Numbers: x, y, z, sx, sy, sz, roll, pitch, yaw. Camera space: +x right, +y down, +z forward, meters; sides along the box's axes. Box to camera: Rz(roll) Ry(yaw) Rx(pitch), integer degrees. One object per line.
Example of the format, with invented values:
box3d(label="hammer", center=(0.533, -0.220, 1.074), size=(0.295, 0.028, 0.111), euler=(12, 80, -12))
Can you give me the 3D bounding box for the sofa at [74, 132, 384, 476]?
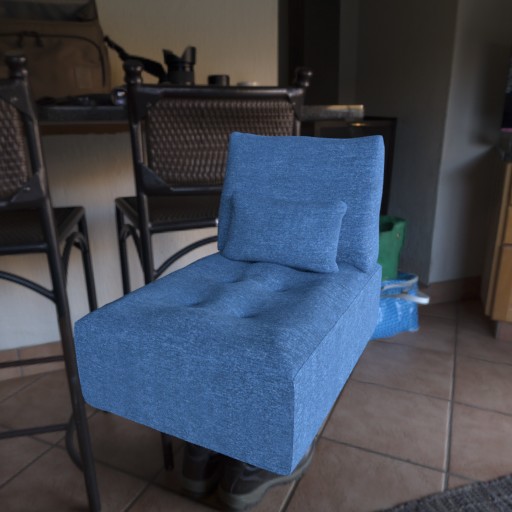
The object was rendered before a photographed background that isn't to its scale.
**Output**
box3d(label="sofa", center=(0.000, 0.000, 1.540), size=(0.700, 0.820, 1.000), euler=(8, 18, 26))
